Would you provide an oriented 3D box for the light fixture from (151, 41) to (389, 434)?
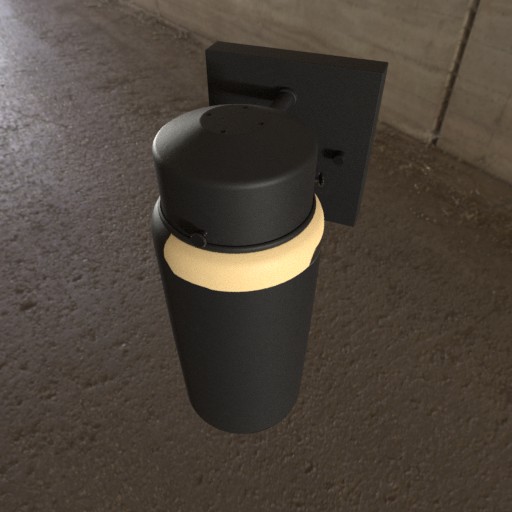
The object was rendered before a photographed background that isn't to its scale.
[{"bbox_3d":[0.000,0.000,0.349,0.130,0.257,0.176,14,44,15],"label":"light fixture"}]
